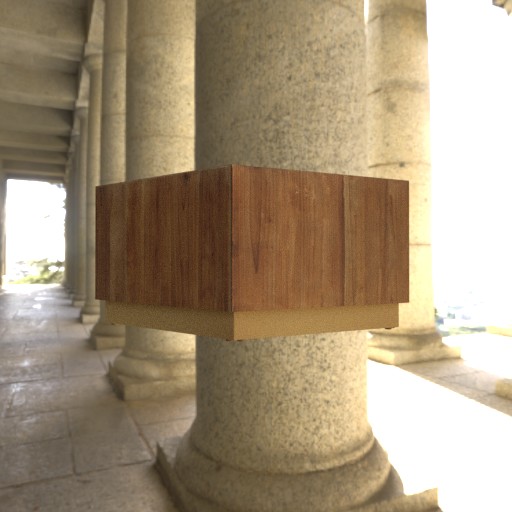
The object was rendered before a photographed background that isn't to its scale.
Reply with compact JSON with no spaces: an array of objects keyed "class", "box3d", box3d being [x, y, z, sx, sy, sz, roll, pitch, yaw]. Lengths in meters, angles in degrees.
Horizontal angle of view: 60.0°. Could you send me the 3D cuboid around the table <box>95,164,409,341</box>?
[{"class":"table","box3d":[0.000,0.000,1.688,1.154,0.456,1.000,0,0,36]}]
